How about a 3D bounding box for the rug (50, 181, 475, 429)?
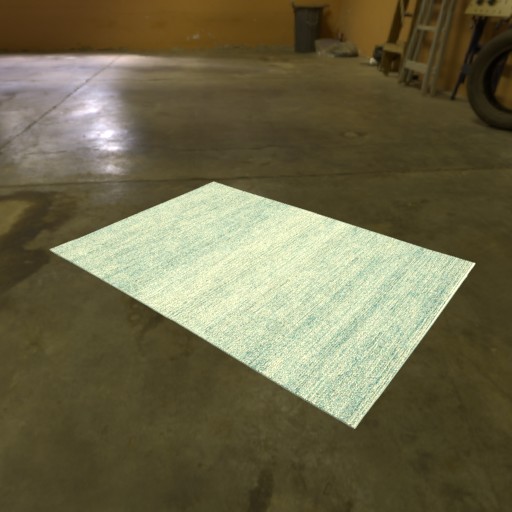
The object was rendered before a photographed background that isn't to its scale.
[{"bbox_3d":[0.000,0.000,2.907,2.306,0.030,1.613,22,37,33],"label":"rug"}]
